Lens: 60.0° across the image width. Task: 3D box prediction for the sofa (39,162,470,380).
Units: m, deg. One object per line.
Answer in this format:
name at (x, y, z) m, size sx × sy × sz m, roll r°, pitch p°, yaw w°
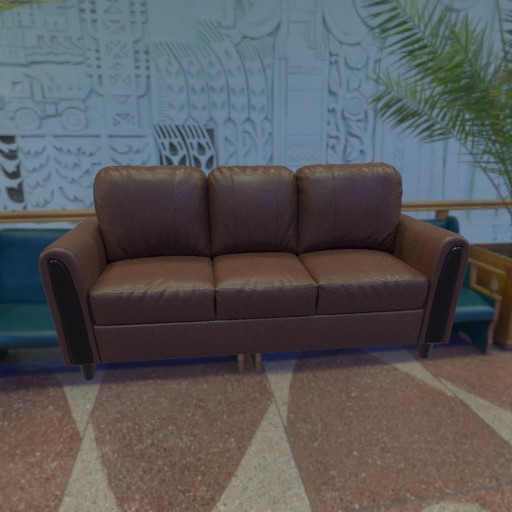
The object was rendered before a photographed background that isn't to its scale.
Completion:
sofa at (0.000, 0.000, 2.278) m, size 1.862 × 0.915 × 0.802 m, roll -2°, pitch 16°, yaw -7°
